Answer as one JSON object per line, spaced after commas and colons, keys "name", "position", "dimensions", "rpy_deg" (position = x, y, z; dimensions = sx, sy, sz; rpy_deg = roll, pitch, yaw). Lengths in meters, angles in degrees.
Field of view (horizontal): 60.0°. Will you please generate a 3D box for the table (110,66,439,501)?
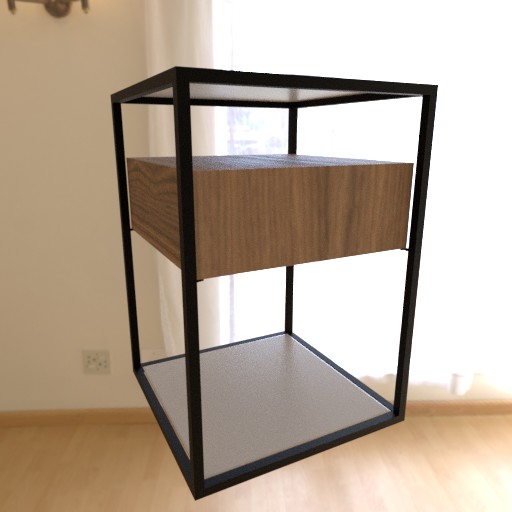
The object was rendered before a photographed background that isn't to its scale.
{"name": "table", "position": [0.000, 0.000, 0.767], "dimensions": [0.378, 0.540, 0.378], "rpy_deg": [-8, 17, -26]}
